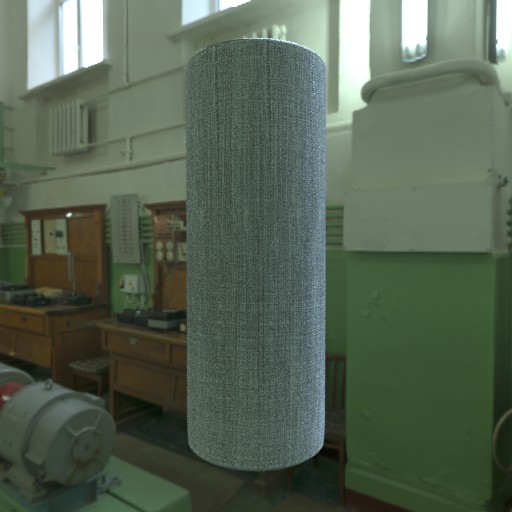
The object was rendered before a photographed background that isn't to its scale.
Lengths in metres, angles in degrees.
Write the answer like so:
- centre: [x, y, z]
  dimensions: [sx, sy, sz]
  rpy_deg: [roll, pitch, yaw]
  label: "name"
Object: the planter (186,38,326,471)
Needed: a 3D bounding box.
- centre: [0.000, 0.000, 0.323]
  dimensions: [0.100, 0.270, 0.100]
  rpy_deg: [1, 2, 35]
  label: "planter"
